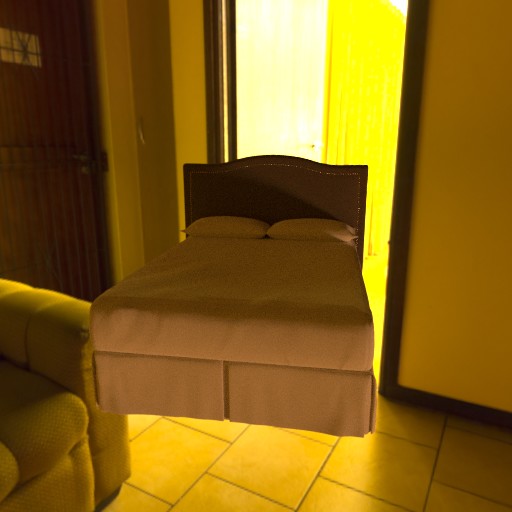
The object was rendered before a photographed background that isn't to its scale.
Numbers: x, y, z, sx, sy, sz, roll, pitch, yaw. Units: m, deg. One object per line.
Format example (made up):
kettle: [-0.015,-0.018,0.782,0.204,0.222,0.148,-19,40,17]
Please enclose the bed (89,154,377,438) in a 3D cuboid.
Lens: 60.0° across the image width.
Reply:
bed: [0.000,0.000,3.185,1.666,1.387,2.036,2,14,9]
